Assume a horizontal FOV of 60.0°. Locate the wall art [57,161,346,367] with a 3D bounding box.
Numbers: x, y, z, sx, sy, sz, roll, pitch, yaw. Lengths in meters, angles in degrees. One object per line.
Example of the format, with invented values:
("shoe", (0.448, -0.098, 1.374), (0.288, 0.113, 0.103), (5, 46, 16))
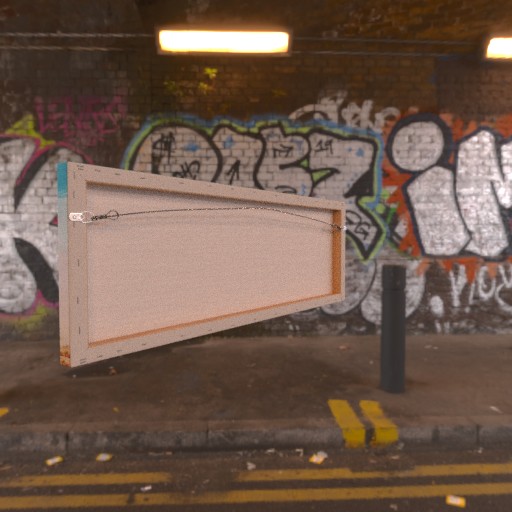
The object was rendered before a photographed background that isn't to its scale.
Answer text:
("wall art", (0.000, 0.000, 0.844), (0.044, 0.254, 0.759), (2, 3, 37))
